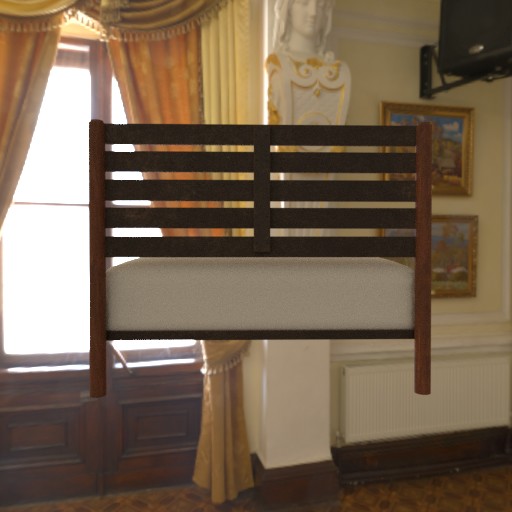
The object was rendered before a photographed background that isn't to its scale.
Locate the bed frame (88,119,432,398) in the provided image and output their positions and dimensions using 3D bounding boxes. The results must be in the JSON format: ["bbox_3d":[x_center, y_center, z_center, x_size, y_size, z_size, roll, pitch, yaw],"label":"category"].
[{"bbox_3d":[0.000,0.000,3.227,1.655,1.321,2.234,0,1,-1],"label":"bed frame"}]
